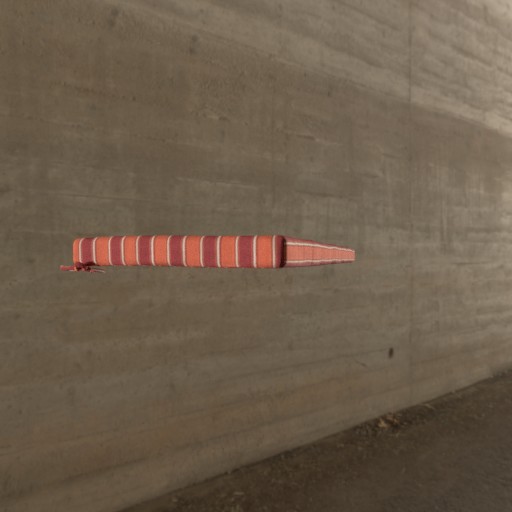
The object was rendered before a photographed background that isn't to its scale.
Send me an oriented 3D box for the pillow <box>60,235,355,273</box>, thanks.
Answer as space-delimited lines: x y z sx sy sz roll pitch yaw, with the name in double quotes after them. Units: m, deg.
0.000 0.000 1.379 0.492 0.081 1.187 0 0 18 "pillow"
